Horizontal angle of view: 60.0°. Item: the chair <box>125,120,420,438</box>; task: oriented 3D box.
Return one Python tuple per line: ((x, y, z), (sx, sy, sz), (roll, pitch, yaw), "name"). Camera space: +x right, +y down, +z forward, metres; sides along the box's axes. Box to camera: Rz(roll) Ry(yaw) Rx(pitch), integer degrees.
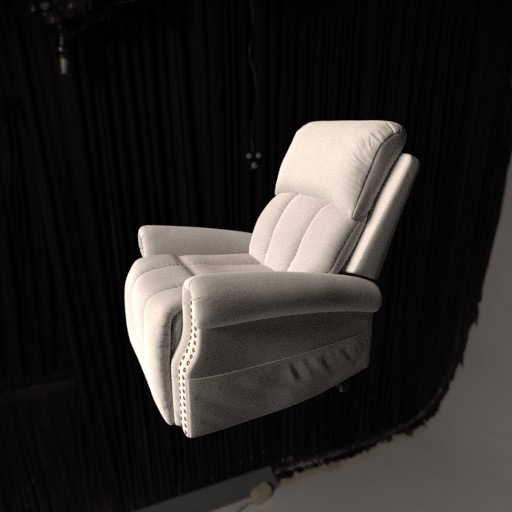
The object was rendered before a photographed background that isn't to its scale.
((0.000, 0.000, 1.762), (0.979, 1.031, 0.871), (-7, 18, -24), "chair")
